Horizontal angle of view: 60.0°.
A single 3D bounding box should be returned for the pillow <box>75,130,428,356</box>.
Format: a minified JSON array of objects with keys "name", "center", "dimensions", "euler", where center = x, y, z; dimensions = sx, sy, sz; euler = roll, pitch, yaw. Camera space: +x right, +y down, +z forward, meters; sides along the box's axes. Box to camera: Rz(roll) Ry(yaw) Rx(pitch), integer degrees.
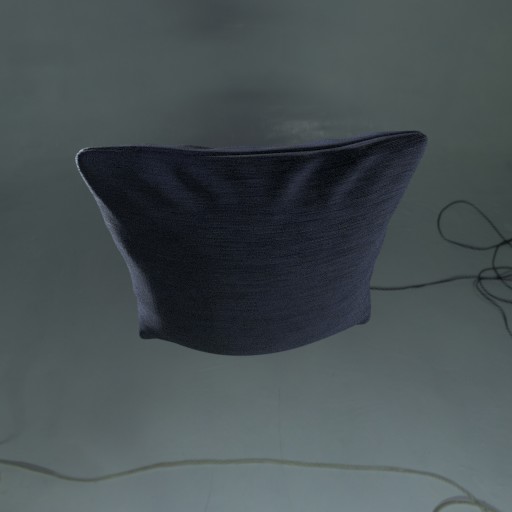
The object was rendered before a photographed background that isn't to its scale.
[{"name":"pillow","center":[0.000,0.000,0.684],"dimensions":[0.432,0.414,0.246],"euler":[-4,48,-3]}]
